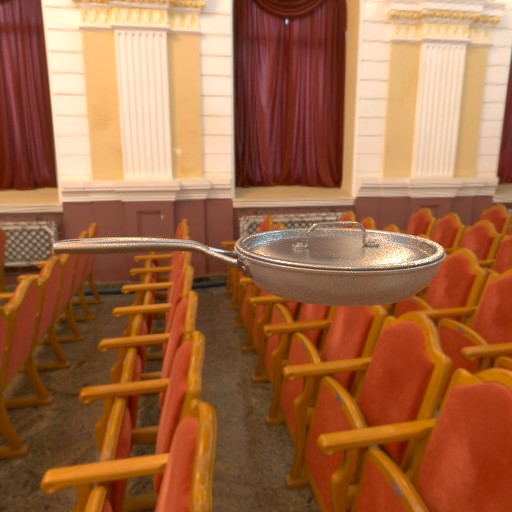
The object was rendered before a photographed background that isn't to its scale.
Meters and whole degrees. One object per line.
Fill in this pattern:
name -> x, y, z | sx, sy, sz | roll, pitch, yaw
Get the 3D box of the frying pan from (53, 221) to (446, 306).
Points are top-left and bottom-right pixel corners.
frying pan -> 0.000, 0.000, 0.580 | 0.490, 0.086, 0.272 | -2, 13, -9
